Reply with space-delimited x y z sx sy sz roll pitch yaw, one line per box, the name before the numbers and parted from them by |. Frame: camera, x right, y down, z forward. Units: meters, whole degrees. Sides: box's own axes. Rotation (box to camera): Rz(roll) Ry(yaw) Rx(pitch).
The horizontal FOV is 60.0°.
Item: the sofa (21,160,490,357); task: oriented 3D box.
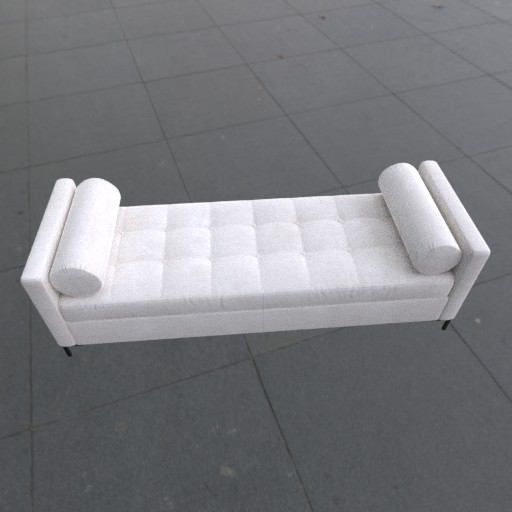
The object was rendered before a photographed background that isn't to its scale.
sofa | 0.000 0.000 2.294 1.981 0.635 0.686 -3 47 -3
